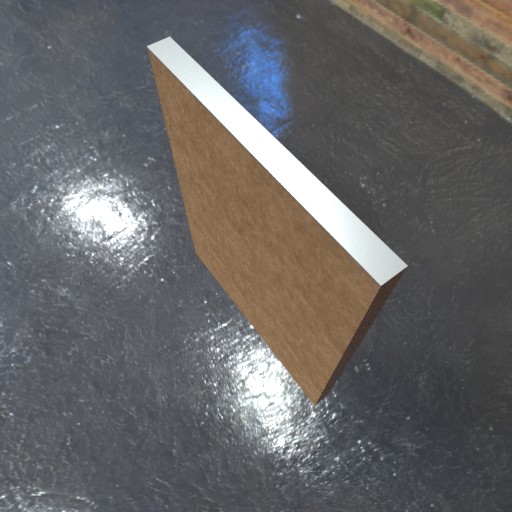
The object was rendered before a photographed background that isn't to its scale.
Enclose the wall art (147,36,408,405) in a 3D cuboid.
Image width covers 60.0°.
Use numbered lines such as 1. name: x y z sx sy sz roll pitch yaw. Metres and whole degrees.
1. wall art: 0.000 0.000 0.760 0.037 0.554 0.453 -33 65 -17
